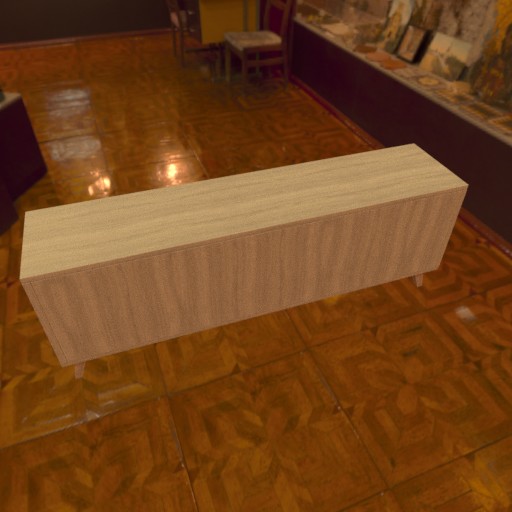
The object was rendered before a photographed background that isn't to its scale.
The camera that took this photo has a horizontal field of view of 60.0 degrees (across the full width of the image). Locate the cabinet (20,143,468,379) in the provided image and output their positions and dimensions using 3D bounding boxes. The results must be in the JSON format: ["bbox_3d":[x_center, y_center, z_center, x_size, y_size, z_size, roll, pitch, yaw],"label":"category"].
[{"bbox_3d":[0.000,0.000,2.496,2.198,0.779,0.499,-13,43,-14],"label":"cabinet"}]
